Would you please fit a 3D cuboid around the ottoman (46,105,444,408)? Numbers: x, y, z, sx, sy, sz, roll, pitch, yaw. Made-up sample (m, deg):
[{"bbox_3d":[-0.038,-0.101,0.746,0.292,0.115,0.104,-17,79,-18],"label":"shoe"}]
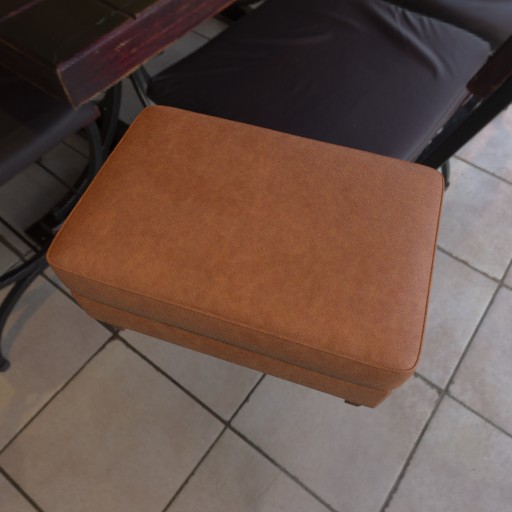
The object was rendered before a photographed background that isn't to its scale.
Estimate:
[{"bbox_3d":[0.000,0.000,1.221,0.864,0.483,0.584,16,60,9],"label":"ottoman"}]
